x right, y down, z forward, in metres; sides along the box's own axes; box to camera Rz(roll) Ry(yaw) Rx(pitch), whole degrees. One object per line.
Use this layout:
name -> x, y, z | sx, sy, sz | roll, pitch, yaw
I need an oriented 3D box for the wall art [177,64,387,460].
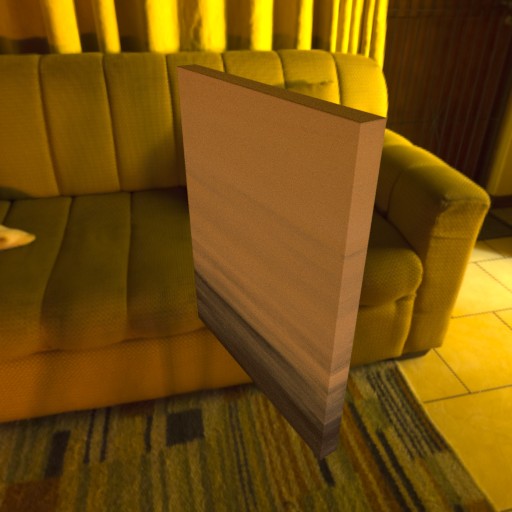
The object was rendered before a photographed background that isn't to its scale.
wall art -> 0.000, 0.000, 0.833 | 0.040, 0.608, 0.489 | -19, 36, -28
